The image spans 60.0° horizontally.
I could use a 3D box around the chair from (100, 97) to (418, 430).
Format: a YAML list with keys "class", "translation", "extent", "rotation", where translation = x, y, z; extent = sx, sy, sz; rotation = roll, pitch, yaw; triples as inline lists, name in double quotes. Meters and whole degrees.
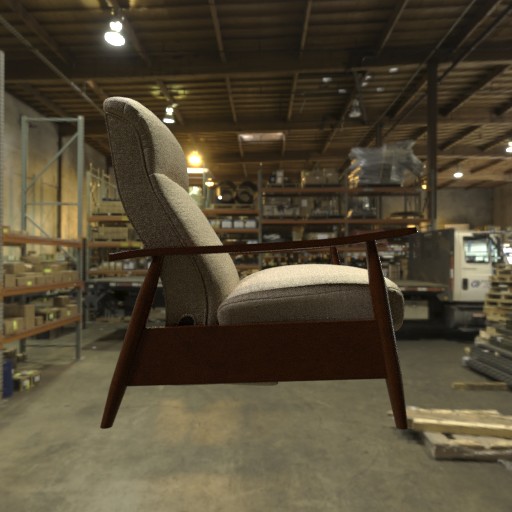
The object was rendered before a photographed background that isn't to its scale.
- class: "chair"
  translation: [0.000, 0.000, 1.751]
  extent: [1.014, 1.082, 0.762]
  rotation: [0, 0, 0]
